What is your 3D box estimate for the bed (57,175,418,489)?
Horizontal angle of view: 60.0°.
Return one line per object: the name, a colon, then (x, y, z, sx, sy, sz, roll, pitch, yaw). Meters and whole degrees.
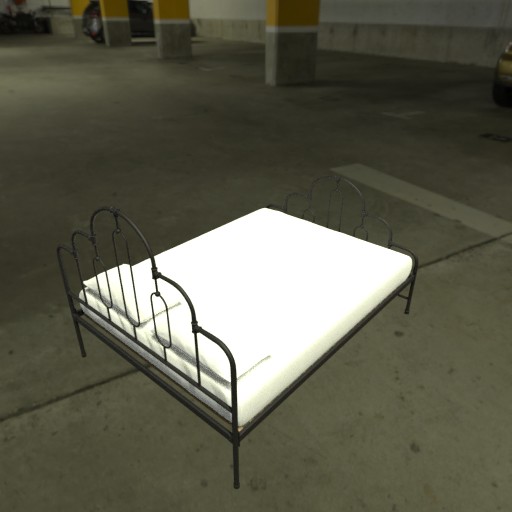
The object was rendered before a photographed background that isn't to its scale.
bed: (0.000, 0.000, 3.247, 1.640, 1.429, 2.163, 23, 36, 35)
